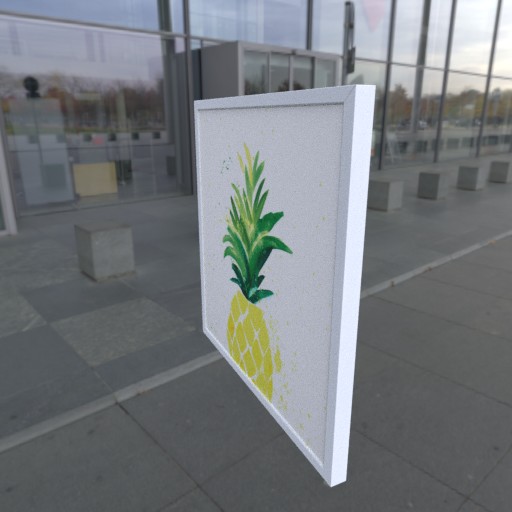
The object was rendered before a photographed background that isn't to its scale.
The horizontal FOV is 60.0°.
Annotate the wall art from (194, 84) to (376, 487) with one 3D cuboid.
[{"bbox_3d":[0.000,0.000,1.118,0.038,0.761,0.763,-8,19,-25],"label":"wall art"}]
